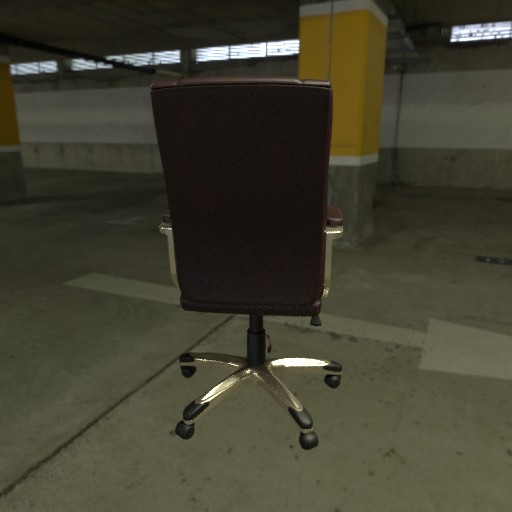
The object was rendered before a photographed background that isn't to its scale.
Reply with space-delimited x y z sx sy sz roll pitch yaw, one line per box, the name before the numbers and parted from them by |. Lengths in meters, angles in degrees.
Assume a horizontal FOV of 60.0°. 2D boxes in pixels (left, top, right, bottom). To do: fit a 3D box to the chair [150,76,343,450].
chair | 0.000 0.000 1.562 0.662 1.107 0.739 2 16 7
